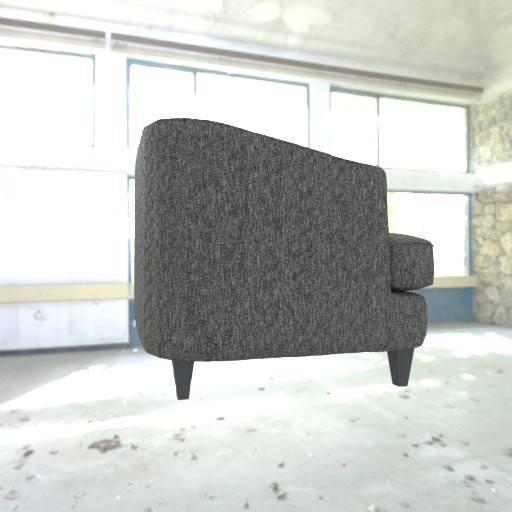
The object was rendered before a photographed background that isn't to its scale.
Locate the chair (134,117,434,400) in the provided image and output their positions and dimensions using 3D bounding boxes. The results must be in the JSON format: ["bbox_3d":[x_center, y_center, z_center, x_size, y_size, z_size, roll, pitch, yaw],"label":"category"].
[{"bbox_3d":[0.000,0.000,1.805,0.941,0.852,1.104,0,0,-17],"label":"chair"}]
